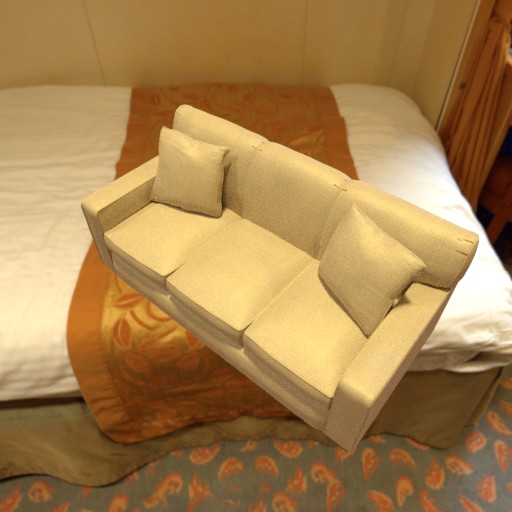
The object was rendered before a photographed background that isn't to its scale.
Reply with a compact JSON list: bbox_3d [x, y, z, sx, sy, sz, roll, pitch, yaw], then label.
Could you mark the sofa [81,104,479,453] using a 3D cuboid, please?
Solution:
[{"bbox_3d":[0.000,0.000,2.589,2.024,0.958,0.997,31,54,26],"label":"sofa"}]
